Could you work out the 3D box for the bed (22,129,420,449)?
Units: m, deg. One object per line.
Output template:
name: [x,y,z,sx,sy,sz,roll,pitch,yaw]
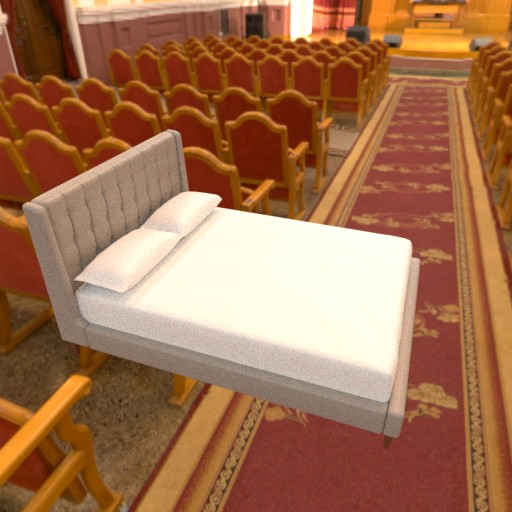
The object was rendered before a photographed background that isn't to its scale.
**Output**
bed: [0.000,0.000,3.122,2.232,1.147,1.656,11,33,17]
